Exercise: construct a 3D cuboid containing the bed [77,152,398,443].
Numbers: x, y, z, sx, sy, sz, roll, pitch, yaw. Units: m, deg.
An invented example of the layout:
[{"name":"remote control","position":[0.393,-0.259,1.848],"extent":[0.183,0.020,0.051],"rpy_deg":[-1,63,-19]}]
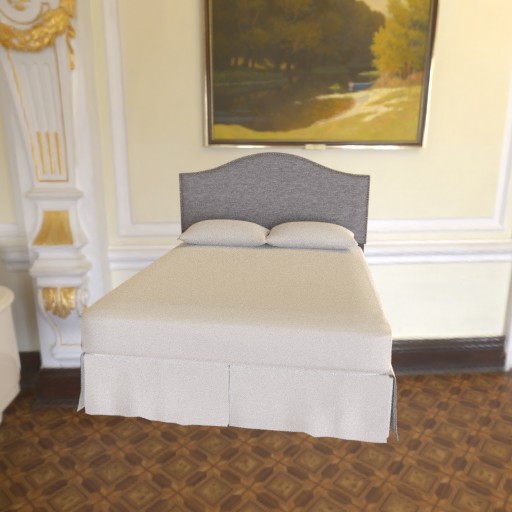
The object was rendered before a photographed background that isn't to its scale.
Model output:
[{"name":"bed","position":[0.000,0.000,2.889],"extent":[1.610,1.295,1.870],"rpy_deg":[2,14,8]}]
